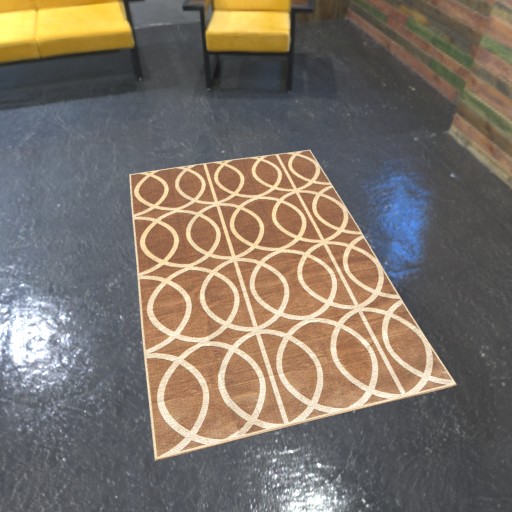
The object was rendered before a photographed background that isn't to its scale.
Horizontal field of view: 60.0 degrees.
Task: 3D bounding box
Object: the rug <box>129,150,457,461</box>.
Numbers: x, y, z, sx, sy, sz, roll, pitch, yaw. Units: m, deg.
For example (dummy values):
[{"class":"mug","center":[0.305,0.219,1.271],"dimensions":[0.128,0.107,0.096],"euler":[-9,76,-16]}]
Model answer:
[{"class":"rug","center":[0.000,0.000,2.895],"dimensions":[1.528,0.014,2.294],"euler":[-10,46,-10]}]
